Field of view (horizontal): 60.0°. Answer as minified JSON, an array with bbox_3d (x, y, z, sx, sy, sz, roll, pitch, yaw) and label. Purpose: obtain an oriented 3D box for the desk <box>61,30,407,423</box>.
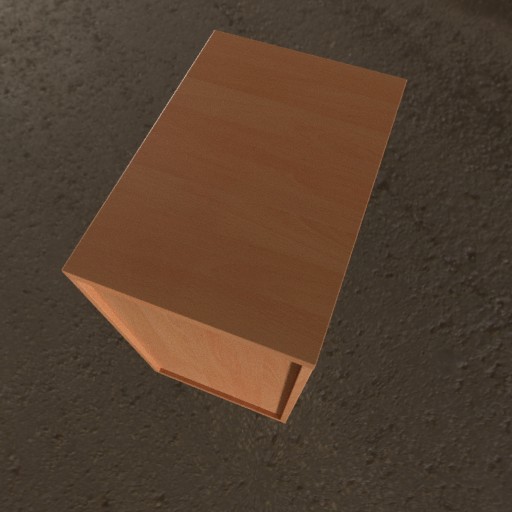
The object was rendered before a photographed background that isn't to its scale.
[{"bbox_3d":[0.000,0.000,1.091,0.404,0.730,0.600,19,65,9],"label":"desk"}]
